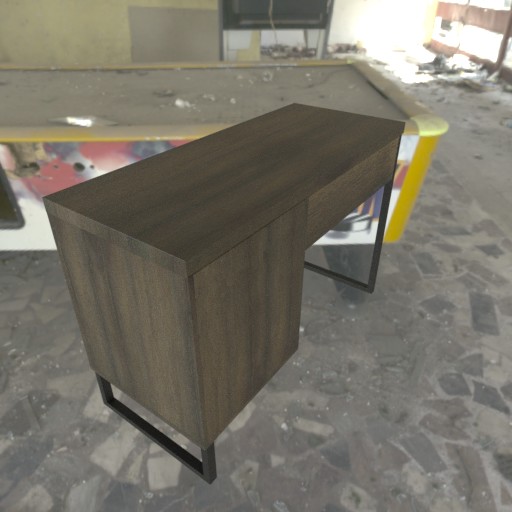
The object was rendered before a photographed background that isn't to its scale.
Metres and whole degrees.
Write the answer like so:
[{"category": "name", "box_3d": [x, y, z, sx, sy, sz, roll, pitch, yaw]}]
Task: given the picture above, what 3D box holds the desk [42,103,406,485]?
[{"category": "desk", "box_3d": [0.000, 0.000, 1.540, 0.511, 0.752, 1.134, 22, 38, 30]}]
